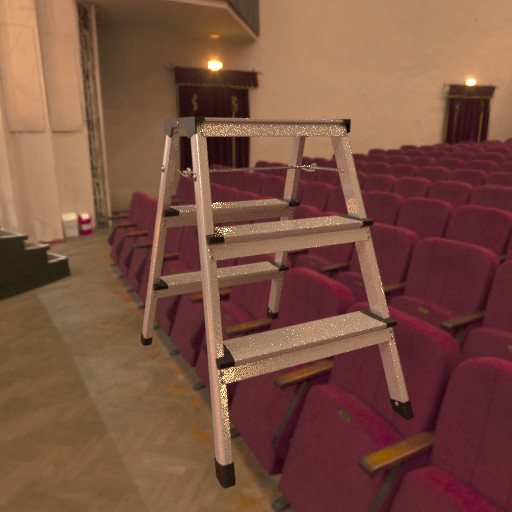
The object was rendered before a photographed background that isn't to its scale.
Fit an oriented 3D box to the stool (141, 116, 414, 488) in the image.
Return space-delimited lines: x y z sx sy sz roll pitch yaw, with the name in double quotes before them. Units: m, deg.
"stool" 0.000 0.000 1.023 0.437 0.605 0.622 -8 17 -26
